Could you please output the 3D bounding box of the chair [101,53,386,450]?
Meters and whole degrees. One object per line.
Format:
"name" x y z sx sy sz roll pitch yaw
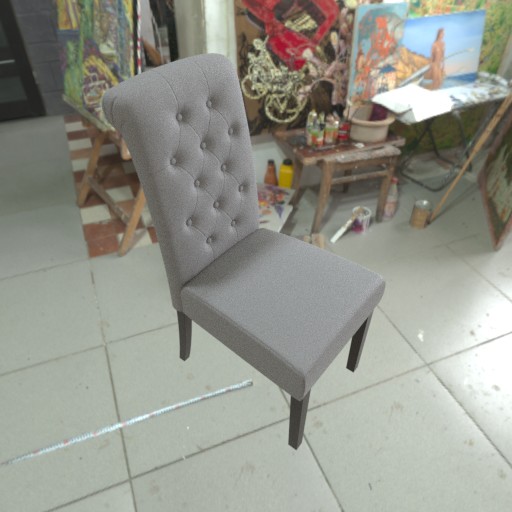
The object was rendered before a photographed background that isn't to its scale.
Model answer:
"chair" 0.000 0.000 1.341 0.671 1.006 0.456 27 48 28
